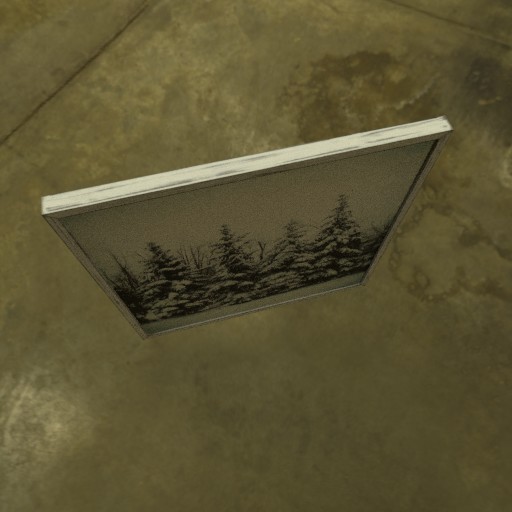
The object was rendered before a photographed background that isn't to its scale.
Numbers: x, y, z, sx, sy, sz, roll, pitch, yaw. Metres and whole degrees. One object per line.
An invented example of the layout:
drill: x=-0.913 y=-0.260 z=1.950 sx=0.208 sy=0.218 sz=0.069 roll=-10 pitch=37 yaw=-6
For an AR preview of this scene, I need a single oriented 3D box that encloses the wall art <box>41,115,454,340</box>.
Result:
wall art: x=0.000 y=0.000 z=1.142 sx=0.761 sy=0.761 sz=0.037 roll=-13 pitch=64 yaw=-6
